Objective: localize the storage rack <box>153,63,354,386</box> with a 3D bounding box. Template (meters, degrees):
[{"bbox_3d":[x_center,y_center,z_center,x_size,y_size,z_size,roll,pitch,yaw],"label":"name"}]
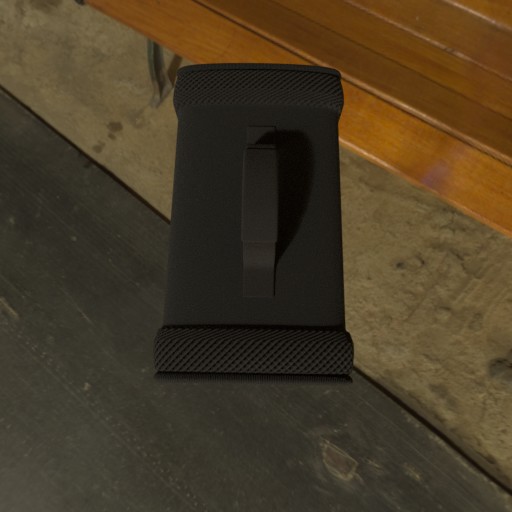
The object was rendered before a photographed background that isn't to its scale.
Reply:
[{"bbox_3d":[0.000,0.000,0.540,0.168,0.387,0.297,1,74,0],"label":"storage rack"}]
